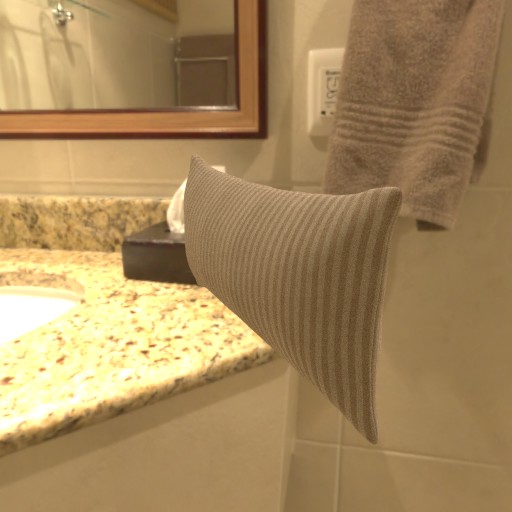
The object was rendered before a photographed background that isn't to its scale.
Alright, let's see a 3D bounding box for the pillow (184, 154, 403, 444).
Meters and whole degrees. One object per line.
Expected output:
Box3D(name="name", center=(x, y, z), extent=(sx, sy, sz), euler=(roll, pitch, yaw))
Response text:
Box3D(name="pillow", center=(0.000, 0.000, 0.725), extent=(0.151, 0.295, 0.617), euler=(-8, 18, -25))
